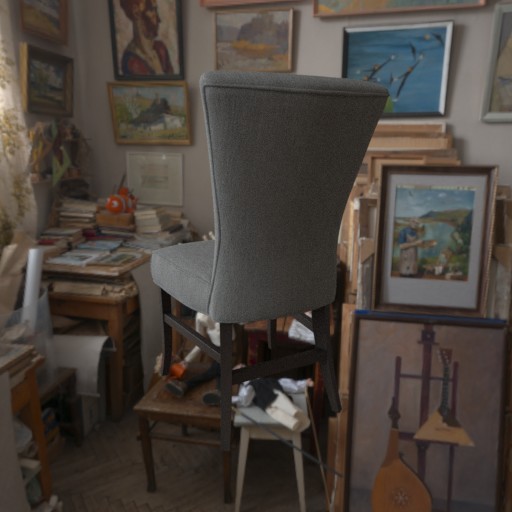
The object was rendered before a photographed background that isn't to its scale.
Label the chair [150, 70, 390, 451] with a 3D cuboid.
[{"bbox_3d":[0.000,0.000,1.383,0.520,0.991,0.660,-7,16,-27],"label":"chair"}]
